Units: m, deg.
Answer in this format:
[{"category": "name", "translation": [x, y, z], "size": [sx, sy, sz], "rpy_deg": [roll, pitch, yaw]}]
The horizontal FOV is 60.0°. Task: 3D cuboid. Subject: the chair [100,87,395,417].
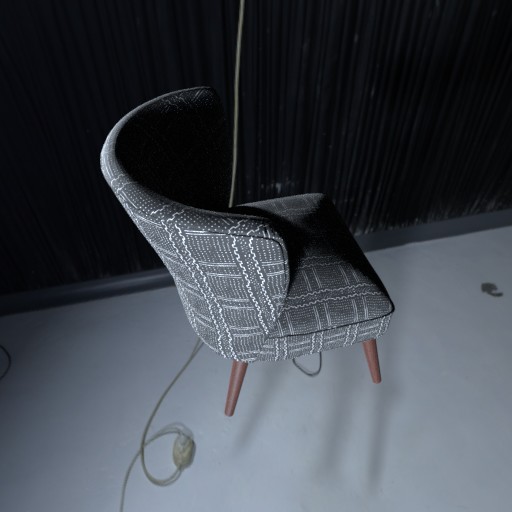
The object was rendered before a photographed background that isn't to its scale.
[{"category": "chair", "translation": [0.000, 0.000, 1.404], "size": [0.758, 0.866, 0.710], "rpy_deg": [-11, 46, -10]}]
